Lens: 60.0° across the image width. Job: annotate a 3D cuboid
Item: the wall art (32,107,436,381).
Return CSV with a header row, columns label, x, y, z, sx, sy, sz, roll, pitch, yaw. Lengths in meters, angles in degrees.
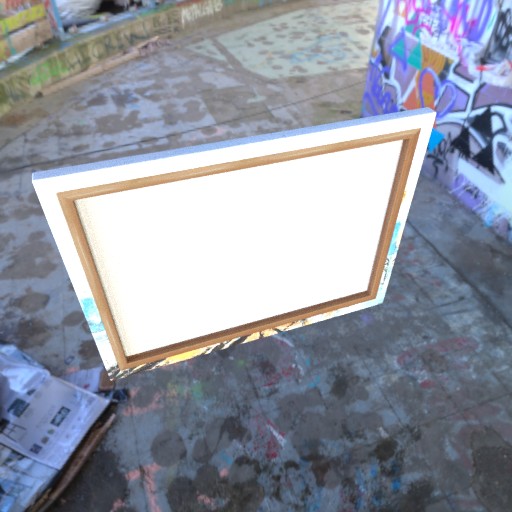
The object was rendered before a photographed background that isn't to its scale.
label,x,y,z,sx,sy,sz,roll,pitch,yaw
wall art,0.000,0.000,1.327,1.016,0.762,0.038,-13,44,-14
